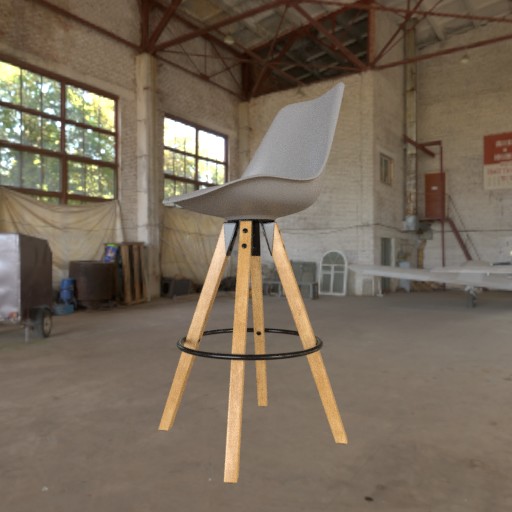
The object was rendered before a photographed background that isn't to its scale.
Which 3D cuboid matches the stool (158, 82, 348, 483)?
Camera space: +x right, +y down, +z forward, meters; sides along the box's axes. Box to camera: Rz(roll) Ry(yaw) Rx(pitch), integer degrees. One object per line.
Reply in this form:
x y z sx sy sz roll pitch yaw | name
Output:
0.000 0.000 1.387 0.550 1.115 0.485 0 0 -35 | stool
